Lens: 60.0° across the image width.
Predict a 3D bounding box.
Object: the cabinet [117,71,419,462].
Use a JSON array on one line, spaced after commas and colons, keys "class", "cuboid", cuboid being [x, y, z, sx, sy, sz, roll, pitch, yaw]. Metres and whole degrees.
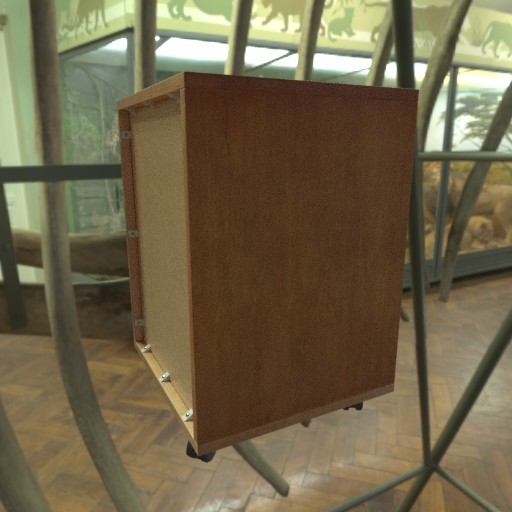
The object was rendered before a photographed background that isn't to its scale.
[{"class": "cabinet", "cuboid": [0.000, 0.000, 0.850, 0.401, 0.579, 0.409, -7, 16, -27]}]
